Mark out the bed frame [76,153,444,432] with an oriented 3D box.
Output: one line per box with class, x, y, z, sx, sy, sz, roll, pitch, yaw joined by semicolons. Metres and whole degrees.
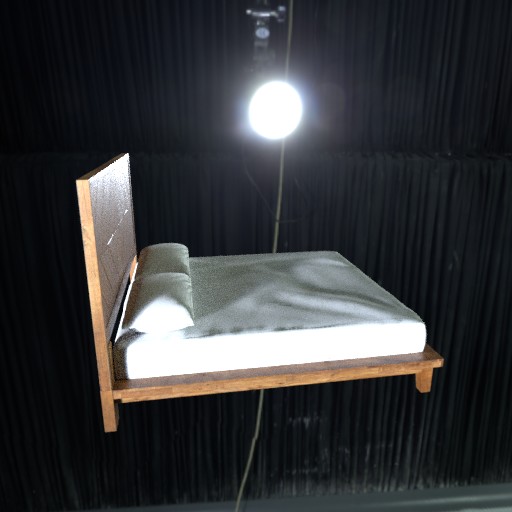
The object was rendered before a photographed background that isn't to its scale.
bed frame;0.000;0.000;3.643;2.235;1.537;2.038;-3;17;-9
